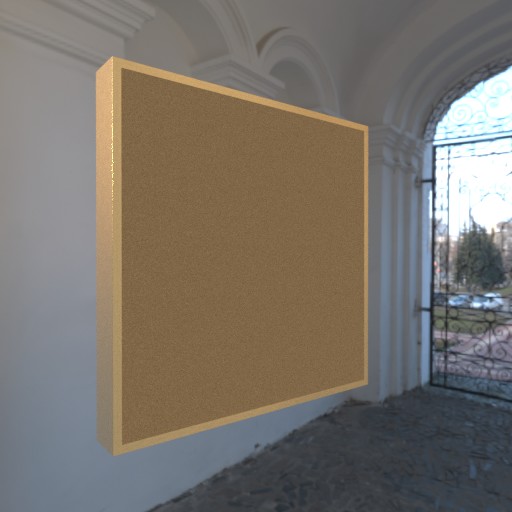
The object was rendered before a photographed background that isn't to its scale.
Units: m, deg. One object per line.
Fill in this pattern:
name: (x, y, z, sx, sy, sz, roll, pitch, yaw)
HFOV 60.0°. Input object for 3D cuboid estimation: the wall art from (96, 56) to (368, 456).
wall art: (0.000, 0.000, 0.445, 0.304, 0.304, 0.038, 0, 0, -38)
